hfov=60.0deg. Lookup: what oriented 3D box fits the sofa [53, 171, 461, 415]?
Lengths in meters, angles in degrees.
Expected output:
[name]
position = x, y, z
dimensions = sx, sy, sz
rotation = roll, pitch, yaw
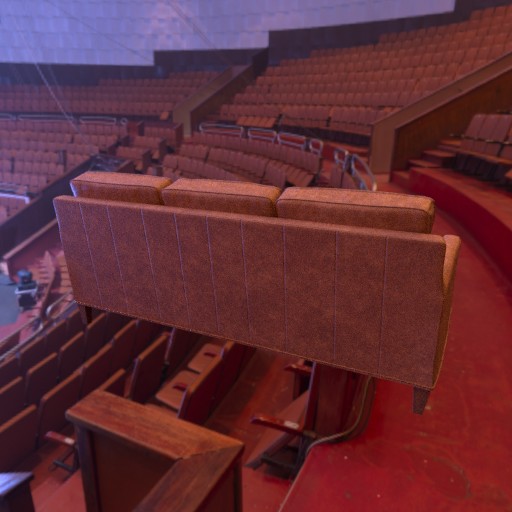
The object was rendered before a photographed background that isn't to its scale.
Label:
[sofa]
position = 0.000, 0.000, 2.714
dimensions = 2.246, 1.003, 1.084
rotation = 9, 20, 25
